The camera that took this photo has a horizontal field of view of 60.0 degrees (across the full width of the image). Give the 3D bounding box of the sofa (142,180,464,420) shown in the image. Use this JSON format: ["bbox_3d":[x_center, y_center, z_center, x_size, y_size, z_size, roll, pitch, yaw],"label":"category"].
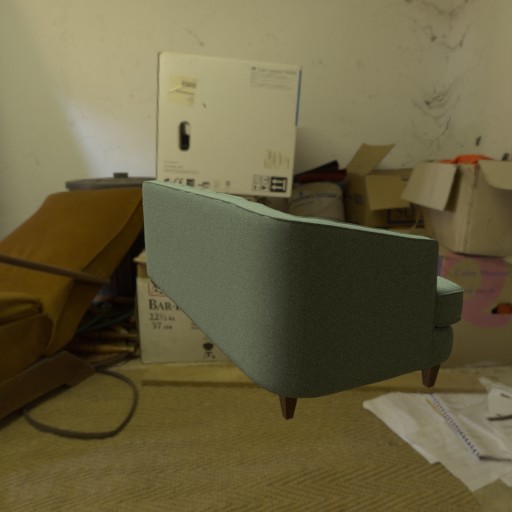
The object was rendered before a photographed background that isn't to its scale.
[{"bbox_3d":[0.000,0.000,2.696,0.941,0.855,2.278,-7,15,-26],"label":"sofa"}]
